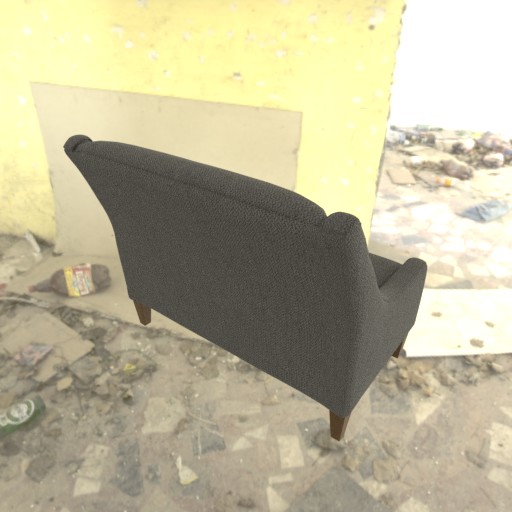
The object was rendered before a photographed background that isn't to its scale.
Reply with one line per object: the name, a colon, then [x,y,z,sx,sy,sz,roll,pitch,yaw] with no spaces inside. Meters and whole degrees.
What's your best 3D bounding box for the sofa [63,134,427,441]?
sofa: [0.000,0.000,1.912,1.242,1.022,0.873,21,37,32]
